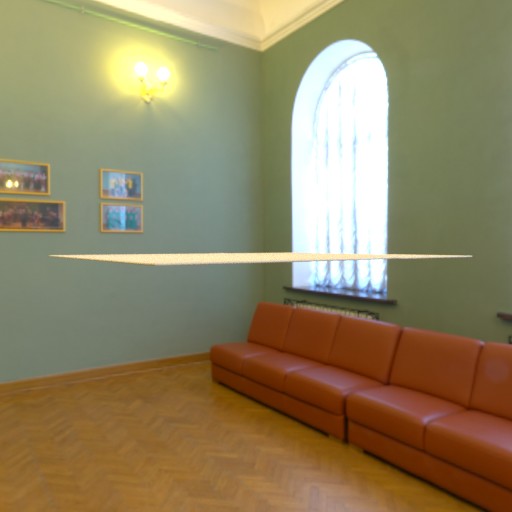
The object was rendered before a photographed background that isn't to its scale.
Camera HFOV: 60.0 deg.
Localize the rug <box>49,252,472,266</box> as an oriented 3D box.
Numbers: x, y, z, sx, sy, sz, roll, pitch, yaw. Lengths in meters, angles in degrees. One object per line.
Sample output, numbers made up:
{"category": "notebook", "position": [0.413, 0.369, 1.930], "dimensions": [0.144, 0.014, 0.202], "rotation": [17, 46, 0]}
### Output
{"category": "rug", "position": [0.000, 0.000, 4.017], "dimensions": [3.009, 0.019, 2.423], "rotation": [-1, 2, -36]}
